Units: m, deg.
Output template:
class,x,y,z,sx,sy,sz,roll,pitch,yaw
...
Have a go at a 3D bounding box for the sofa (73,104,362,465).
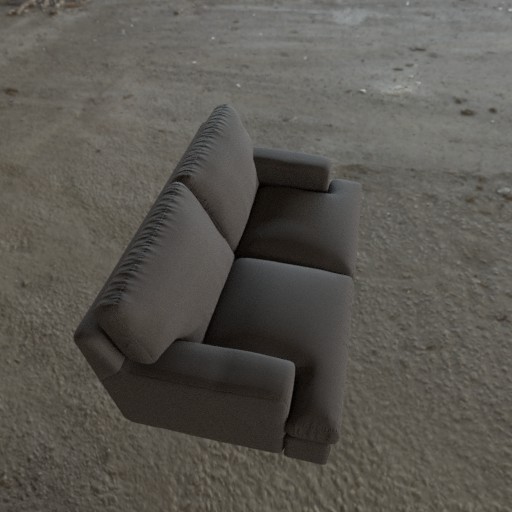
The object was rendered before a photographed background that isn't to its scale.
class,x,y,z,sx,sy,sz,roll,pitch,yaw
sofa,0.000,0.000,2.526,1.143,0.940,1.880,9,46,9
